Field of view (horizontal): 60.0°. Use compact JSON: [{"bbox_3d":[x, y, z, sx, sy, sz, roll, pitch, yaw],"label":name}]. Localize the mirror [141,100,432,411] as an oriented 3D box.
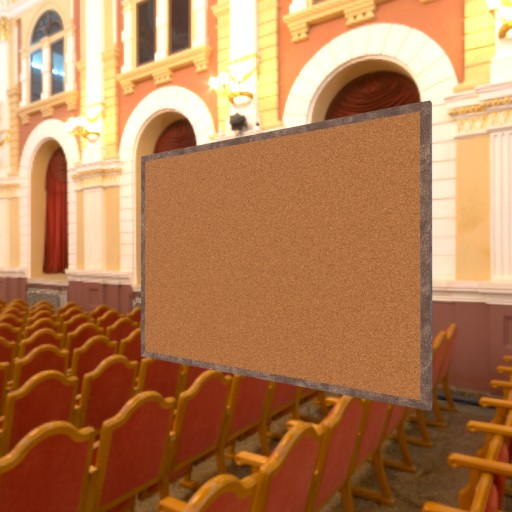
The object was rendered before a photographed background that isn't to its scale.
[{"bbox_3d":[0.000,0.000,1.457,1.101,0.795,0.022,0,0,35],"label":"mirror"}]
